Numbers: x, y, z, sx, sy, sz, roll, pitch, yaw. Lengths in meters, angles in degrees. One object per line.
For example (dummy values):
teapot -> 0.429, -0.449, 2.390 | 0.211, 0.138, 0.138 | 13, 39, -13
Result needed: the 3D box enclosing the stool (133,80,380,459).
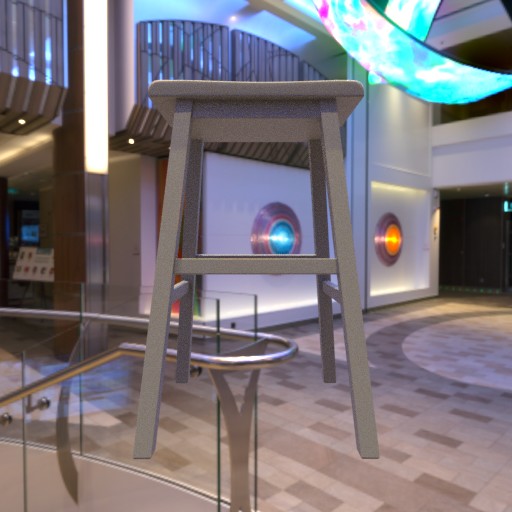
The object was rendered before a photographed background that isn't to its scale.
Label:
stool -> 0.000, 0.000, 1.046 | 0.457, 0.737, 0.476 | 0, 2, 0
